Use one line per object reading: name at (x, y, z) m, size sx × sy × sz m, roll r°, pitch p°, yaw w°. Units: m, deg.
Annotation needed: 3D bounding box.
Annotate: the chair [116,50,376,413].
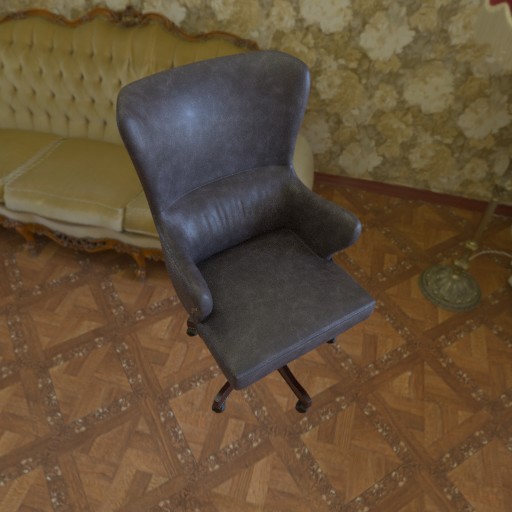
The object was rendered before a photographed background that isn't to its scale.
chair at (0.000, 0.000, 1.454) m, size 0.594 × 1.037 × 0.717 m, roll -24°, pitch 51°, yaw -21°
